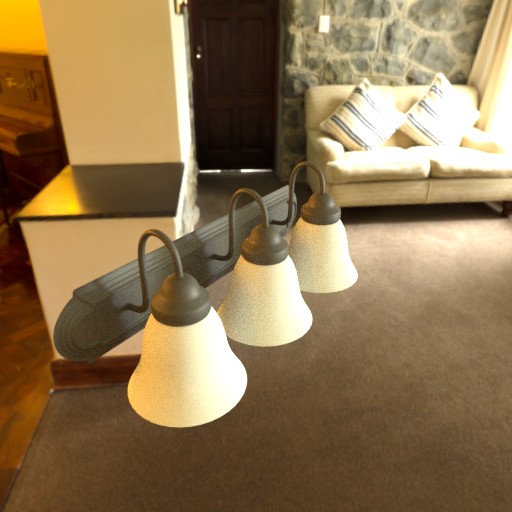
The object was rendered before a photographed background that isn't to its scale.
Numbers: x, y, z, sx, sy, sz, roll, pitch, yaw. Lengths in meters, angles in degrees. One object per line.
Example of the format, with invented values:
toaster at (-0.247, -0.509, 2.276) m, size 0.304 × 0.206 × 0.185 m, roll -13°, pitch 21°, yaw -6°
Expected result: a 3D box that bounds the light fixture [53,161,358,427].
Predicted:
light fixture at (0.000, 0.000, 0.721) m, size 0.199 × 0.222 × 0.610 m, roll 17°, pitch 32°, yaw 30°
